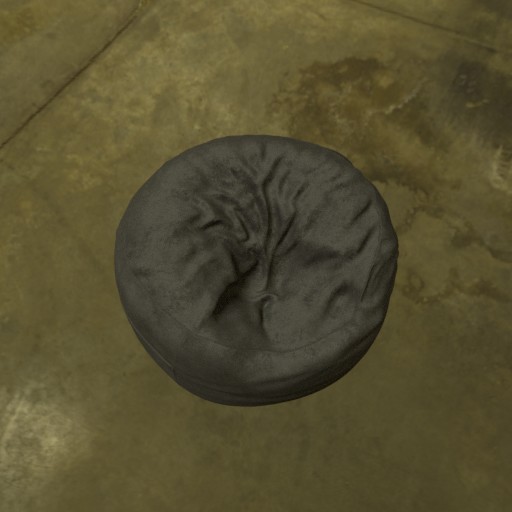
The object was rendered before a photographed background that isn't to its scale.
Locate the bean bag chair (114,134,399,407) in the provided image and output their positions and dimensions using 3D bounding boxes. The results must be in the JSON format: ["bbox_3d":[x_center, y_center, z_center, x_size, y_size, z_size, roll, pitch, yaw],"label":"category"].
[{"bbox_3d":[0.000,0.000,2.445,1.525,0.751,1.525,0,63,0],"label":"bean bag chair"}]
